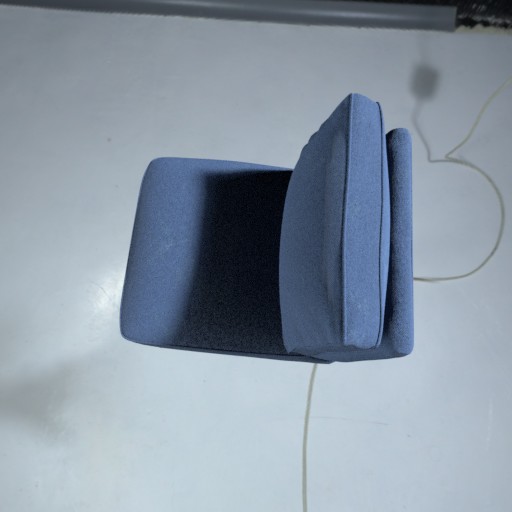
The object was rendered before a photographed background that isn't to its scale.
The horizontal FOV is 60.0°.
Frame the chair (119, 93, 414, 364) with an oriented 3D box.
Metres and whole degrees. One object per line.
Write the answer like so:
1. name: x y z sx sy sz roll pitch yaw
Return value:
1. chair: 0.000 0.000 1.640 0.912 1.052 0.724 5 74 1
